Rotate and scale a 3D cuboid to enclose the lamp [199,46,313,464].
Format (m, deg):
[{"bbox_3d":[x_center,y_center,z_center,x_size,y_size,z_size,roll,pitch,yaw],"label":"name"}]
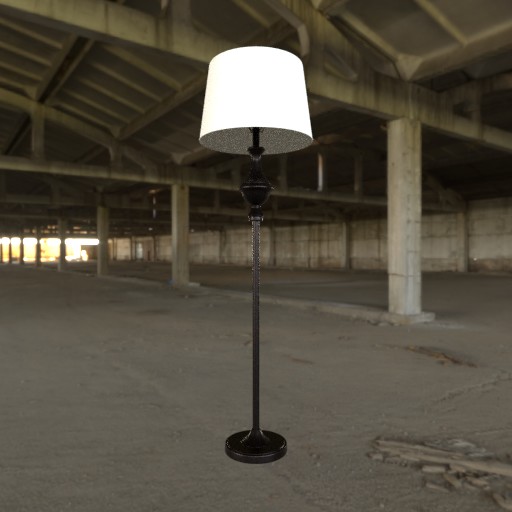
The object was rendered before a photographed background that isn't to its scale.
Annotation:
[{"bbox_3d":[0.000,0.000,1.694,0.431,1.484,0.431,0,1,0],"label":"lamp"}]
